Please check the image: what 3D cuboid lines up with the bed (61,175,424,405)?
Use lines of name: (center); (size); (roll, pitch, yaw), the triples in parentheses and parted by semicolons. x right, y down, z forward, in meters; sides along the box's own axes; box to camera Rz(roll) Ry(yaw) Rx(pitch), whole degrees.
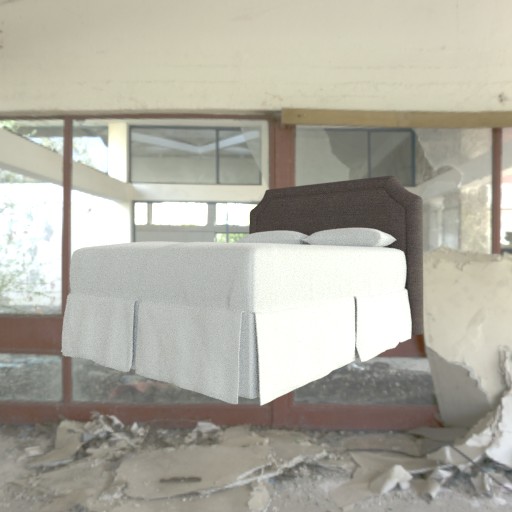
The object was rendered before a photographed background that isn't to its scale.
bed: (0.000, 0.000, 3.150); (1.693, 1.290, 2.116); (0, 0, 38)
